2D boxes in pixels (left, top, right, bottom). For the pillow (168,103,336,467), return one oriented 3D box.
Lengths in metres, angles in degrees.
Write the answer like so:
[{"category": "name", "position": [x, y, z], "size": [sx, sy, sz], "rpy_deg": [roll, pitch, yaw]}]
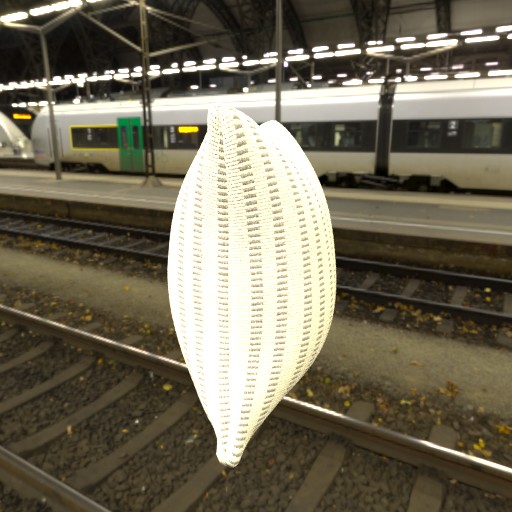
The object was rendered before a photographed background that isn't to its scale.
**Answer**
[{"category": "pillow", "position": [0.000, 0.000, 0.684], "size": [0.247, 0.419, 0.438], "rpy_deg": [2, 15, 9]}]
